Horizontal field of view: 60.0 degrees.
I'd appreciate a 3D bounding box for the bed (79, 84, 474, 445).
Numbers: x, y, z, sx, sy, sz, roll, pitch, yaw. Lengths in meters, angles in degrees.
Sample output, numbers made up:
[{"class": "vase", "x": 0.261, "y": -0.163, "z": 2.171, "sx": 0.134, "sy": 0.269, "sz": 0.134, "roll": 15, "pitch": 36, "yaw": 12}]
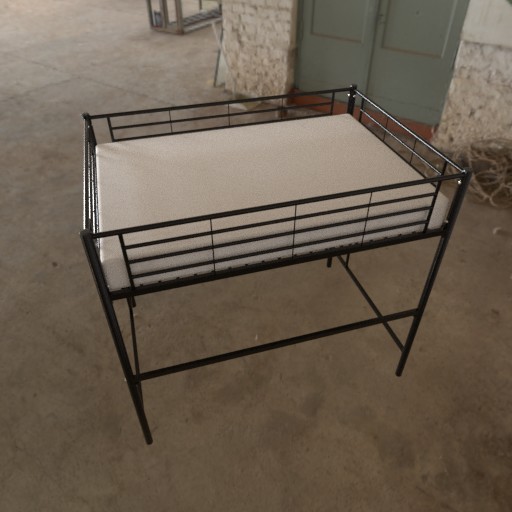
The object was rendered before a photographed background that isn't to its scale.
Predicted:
[{"class": "bed", "x": 0.000, "y": 0.000, "z": 3.192, "sx": 1.994, "sy": 1.803, "sz": 1.397, "roll": -11, "pitch": 41, "yaw": -13}]
